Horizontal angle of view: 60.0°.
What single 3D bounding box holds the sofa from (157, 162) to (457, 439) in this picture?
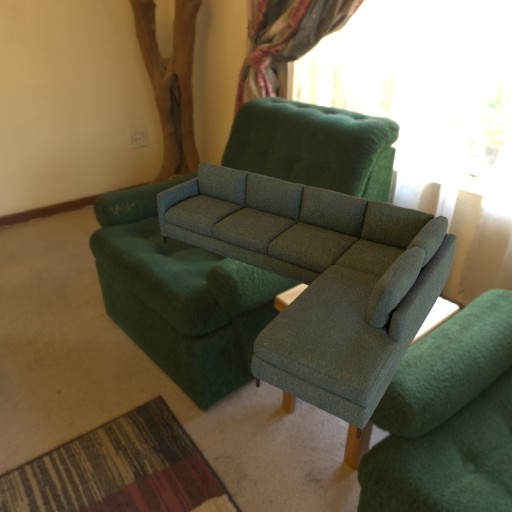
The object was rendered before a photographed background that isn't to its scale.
[{"bbox_3d":[0.000,0.000,3.948,2.949,0.815,2.007,19,34,30],"label":"sofa"}]
